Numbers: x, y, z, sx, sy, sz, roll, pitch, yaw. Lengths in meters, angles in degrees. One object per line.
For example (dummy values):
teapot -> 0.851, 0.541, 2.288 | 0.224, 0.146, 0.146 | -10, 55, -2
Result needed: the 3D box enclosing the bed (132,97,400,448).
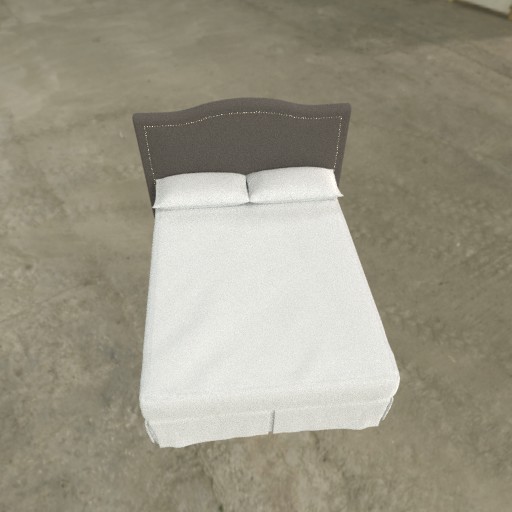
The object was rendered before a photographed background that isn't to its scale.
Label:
bed -> 0.000, 0.000, 3.130 | 1.666, 1.387, 2.036 | -4, 46, -4
